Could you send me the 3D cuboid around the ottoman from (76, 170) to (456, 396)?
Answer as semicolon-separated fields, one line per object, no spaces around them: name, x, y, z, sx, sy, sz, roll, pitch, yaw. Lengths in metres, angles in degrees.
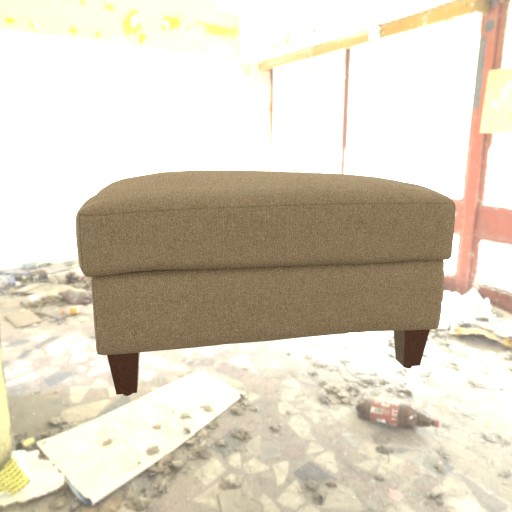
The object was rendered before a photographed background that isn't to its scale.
ottoman;0.000;0.000;1.341;0.889;0.511;0.692;-3;14;-10
